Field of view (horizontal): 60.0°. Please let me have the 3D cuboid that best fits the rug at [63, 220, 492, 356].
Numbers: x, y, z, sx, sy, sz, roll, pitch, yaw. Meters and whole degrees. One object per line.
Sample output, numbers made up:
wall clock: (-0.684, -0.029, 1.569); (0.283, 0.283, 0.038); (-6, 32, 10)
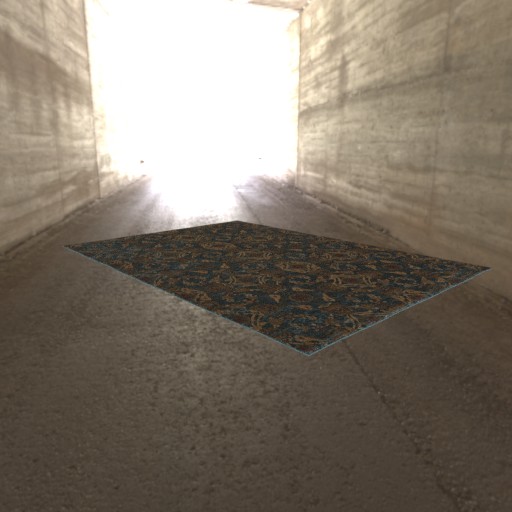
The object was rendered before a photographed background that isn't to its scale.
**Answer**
rug: (0.000, 0.000, 4.102); (2.337, 0.013, 3.291); (-13, 19, -41)
